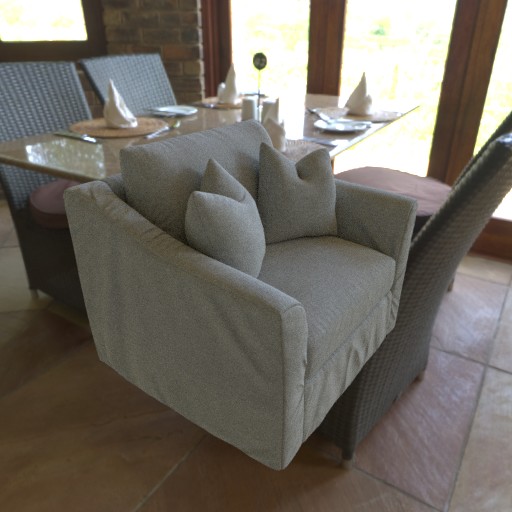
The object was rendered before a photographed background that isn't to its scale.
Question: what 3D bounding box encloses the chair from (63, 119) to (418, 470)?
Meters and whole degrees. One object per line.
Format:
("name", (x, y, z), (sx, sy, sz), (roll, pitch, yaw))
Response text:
("chair", (0.000, 0.000, 2.042), (1.071, 1.059, 1.194), (19, 33, 32))
